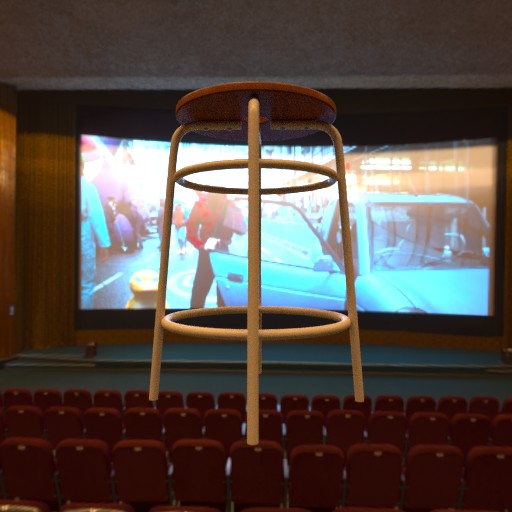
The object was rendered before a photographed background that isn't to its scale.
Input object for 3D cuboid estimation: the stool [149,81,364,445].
[{"bbox_3d":[0.000,0.000,0.939,0.455,0.610,0.455,0,0,1],"label":"stool"}]
